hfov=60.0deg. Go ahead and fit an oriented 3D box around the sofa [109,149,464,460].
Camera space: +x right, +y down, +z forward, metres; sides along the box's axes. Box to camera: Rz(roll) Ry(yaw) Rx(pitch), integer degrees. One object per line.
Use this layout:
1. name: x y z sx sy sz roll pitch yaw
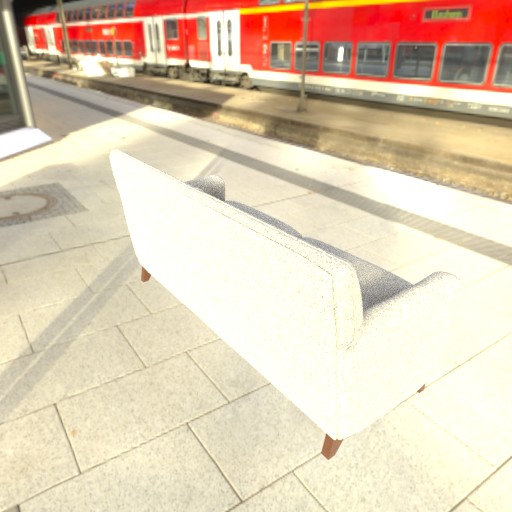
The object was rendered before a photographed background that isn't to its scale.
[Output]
1. sofa: 0.000 0.000 2.494 0.854 0.942 2.026 -18 32 -32
